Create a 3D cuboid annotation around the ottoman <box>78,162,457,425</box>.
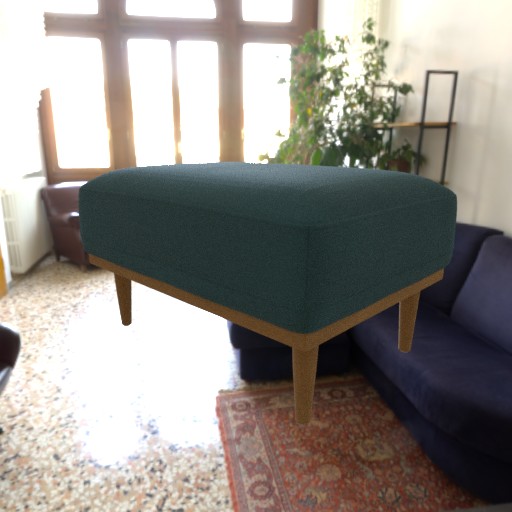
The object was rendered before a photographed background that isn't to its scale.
[{"bbox_3d":[0.000,0.000,1.068,0.749,0.428,0.549,14,20,43],"label":"ottoman"}]
